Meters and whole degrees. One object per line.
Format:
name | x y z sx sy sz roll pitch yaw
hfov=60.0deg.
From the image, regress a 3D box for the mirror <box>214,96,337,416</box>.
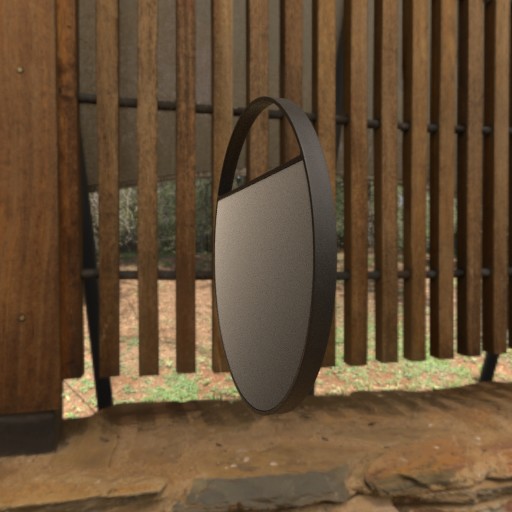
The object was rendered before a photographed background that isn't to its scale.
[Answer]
mirror | 0.000 0.000 0.833 0.032 0.565 0.565 0 0 -19
